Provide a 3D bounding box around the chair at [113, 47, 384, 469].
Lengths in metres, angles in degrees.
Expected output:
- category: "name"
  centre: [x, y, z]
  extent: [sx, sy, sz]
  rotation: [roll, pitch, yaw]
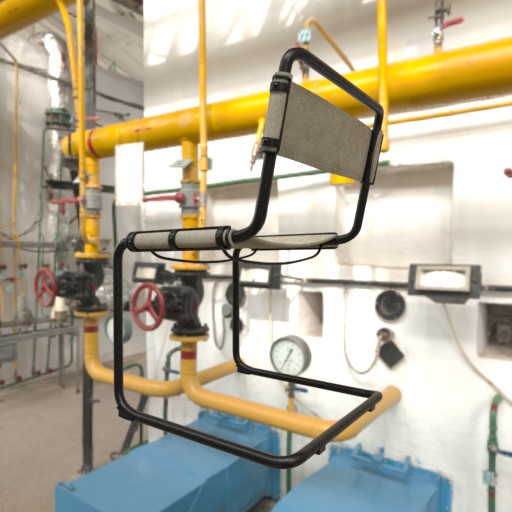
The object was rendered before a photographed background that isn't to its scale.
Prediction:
- category: "chair"
  centre: [0.000, 0.000, 1.083]
  extent: [0.497, 0.747, 0.499]
  rotation: [1, 1, 35]
